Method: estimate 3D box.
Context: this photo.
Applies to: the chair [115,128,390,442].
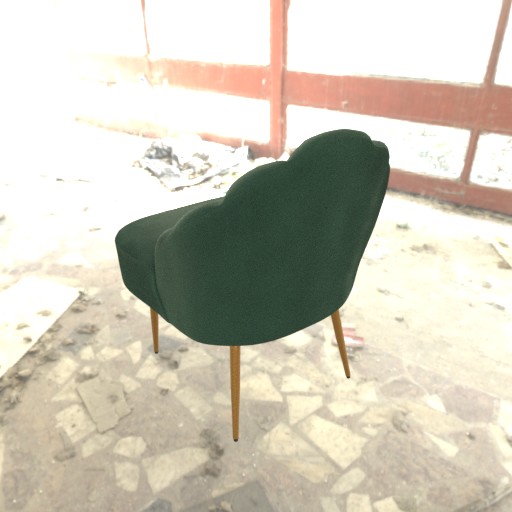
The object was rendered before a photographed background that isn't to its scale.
[{"bbox_3d":[0.000,0.000,1.256,0.657,0.819,0.599,-18,34,-29],"label":"chair"}]
